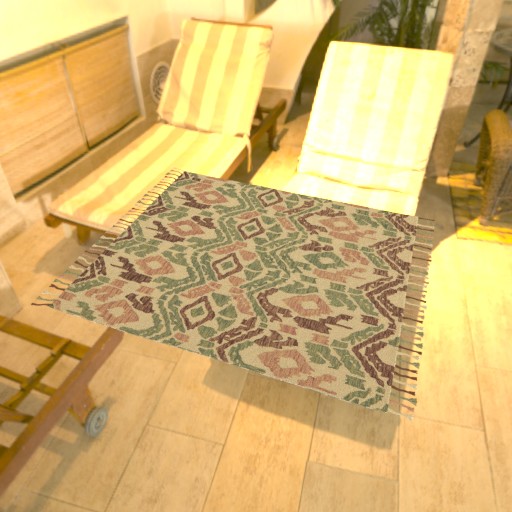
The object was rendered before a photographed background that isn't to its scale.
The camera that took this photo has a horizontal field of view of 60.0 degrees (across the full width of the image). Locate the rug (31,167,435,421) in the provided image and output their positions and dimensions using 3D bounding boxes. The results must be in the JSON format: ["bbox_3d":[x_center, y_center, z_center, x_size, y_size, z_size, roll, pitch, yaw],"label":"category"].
[{"bbox_3d":[0.000,0.000,4.083,3.048,0.010,2.438,13,42,16],"label":"rug"}]
